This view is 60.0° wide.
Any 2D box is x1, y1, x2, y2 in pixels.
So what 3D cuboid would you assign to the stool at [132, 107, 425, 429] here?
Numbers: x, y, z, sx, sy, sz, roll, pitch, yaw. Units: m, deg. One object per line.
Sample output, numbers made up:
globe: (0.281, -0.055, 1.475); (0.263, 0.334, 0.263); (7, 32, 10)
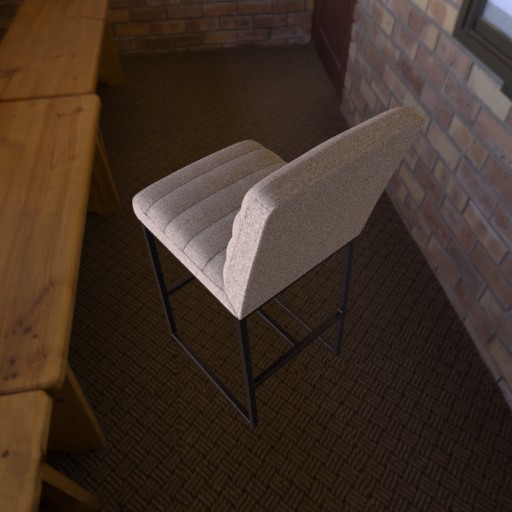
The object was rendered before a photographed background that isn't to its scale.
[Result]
stool: (0.000, 0.000, 1.331); (0.459, 1.034, 0.571); (-33, 56, -27)
